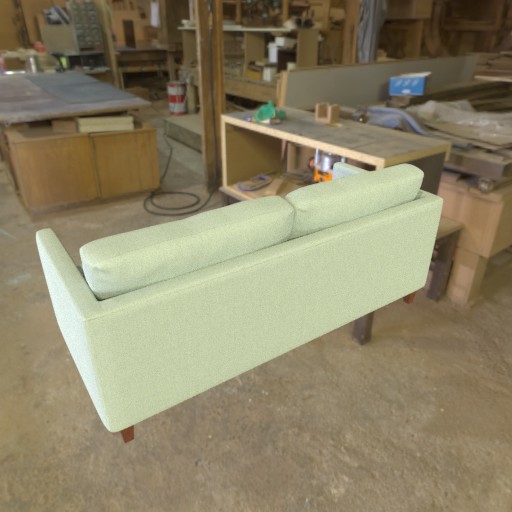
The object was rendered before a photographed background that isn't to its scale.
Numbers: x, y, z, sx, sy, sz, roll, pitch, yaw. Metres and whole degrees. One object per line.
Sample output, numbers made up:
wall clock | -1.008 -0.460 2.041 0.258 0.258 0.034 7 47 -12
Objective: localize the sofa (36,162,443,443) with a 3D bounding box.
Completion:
sofa | 0.000 0.000 2.650 2.208 0.965 0.951 -18 34 -29
